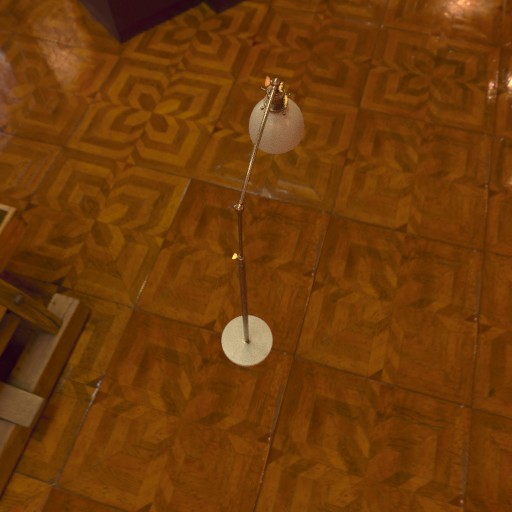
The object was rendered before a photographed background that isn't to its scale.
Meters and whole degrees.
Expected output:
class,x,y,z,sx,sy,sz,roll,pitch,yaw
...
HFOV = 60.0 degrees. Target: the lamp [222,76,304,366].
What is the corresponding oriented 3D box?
class,x,y,z,sx,sy,sz,roll,pitch,yaw
lamp,0.000,0.000,1.879,0.288,1.586,0.599,17,65,8
